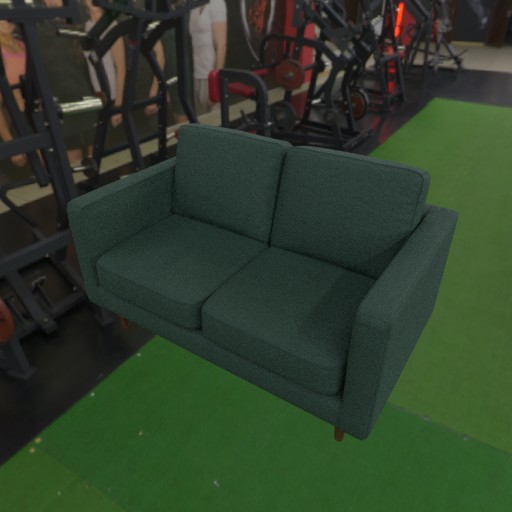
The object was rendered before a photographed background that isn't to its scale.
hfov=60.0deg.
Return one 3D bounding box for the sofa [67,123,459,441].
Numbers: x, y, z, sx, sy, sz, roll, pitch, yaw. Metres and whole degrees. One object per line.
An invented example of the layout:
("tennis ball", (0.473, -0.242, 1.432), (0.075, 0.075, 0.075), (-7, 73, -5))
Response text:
("sofa", (0.000, 0.000, 1.967), (1.430, 0.899, 0.879), (19, 37, 28))
